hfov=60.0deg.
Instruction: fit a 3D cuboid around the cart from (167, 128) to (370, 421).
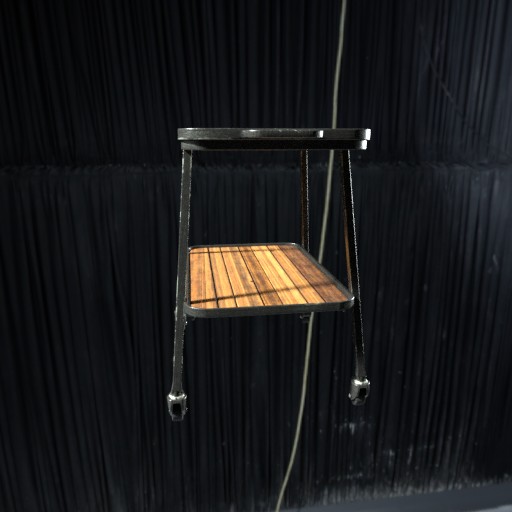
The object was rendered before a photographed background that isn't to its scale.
[{"bbox_3d":[0.000,0.000,1.297,0.515,0.700,0.806,-2,15,-8],"label":"cart"}]
